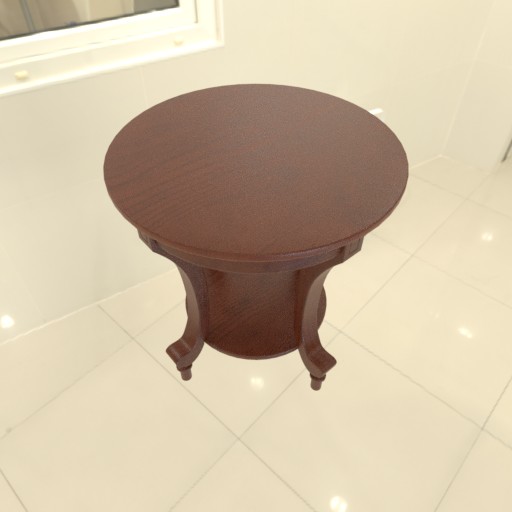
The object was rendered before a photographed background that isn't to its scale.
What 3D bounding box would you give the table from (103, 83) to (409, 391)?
[{"bbox_3d":[0.000,0.000,1.106,0.597,0.612,0.597,0,46,0],"label":"table"}]
